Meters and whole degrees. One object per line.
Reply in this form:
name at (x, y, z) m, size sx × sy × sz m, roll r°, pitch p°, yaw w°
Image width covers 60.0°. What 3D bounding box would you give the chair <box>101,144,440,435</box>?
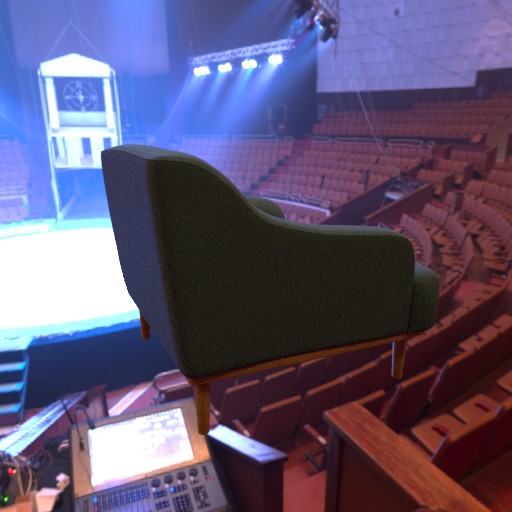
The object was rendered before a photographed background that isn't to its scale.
chair at (0.000, 0.000, 1.663) m, size 0.951 × 0.818 × 0.946 m, roll -7°, pitch 17°, yaw -26°
